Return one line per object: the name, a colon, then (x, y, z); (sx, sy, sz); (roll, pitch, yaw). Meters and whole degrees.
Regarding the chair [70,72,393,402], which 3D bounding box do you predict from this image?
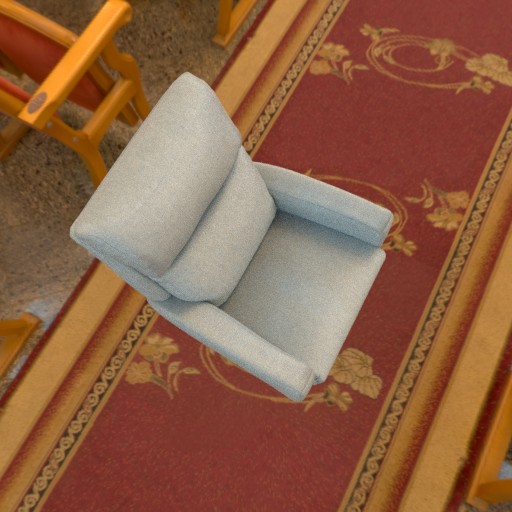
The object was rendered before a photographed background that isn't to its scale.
chair: (0.000, 0.000, 1.688); (0.940, 1.016, 0.794); (28, 77, 7)
